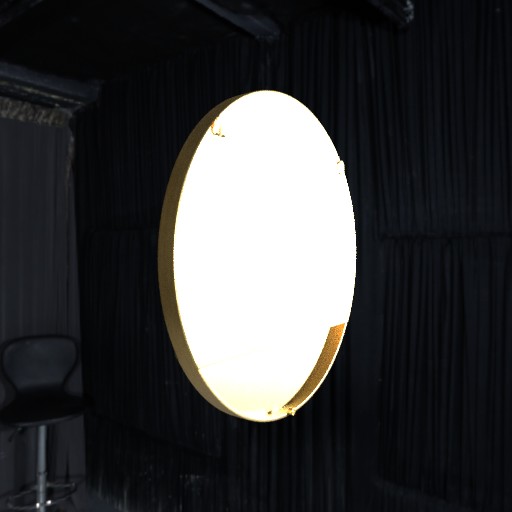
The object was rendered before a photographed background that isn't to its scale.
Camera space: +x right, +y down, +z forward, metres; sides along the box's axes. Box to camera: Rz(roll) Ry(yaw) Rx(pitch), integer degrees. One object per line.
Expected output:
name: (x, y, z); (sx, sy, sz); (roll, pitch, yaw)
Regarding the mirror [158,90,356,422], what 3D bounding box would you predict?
mirror: (0.000, 0.000, 0.674); (0.133, 0.457, 0.457); (1, 1, 36)
